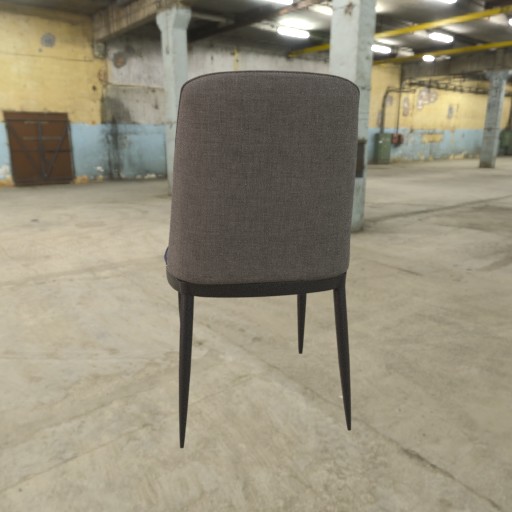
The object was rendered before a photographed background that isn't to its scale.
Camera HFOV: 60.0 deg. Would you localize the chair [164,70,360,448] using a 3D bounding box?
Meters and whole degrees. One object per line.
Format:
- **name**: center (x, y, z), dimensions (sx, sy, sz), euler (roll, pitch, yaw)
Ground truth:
- **chair**: center (0.000, 0.000, 1.191), dimensions (0.488, 0.855, 0.550), euler (-2, 15, -9)
